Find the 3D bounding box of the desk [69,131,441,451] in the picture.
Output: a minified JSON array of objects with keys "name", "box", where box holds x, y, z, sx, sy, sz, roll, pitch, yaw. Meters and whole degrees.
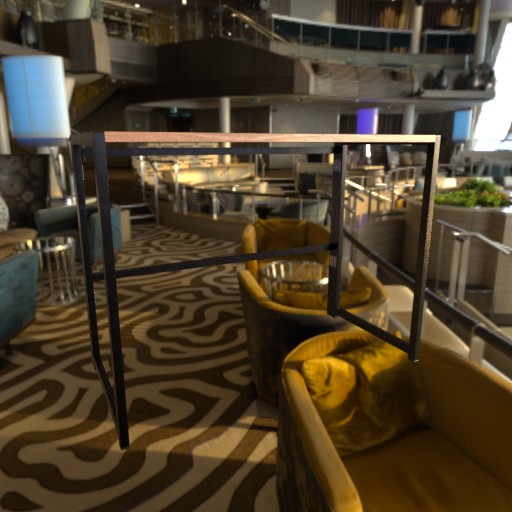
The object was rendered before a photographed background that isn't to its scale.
[{"name":"desk","box":[0.000,0.000,1.445,1.016,0.762,0.508,-7,16,-26]}]
